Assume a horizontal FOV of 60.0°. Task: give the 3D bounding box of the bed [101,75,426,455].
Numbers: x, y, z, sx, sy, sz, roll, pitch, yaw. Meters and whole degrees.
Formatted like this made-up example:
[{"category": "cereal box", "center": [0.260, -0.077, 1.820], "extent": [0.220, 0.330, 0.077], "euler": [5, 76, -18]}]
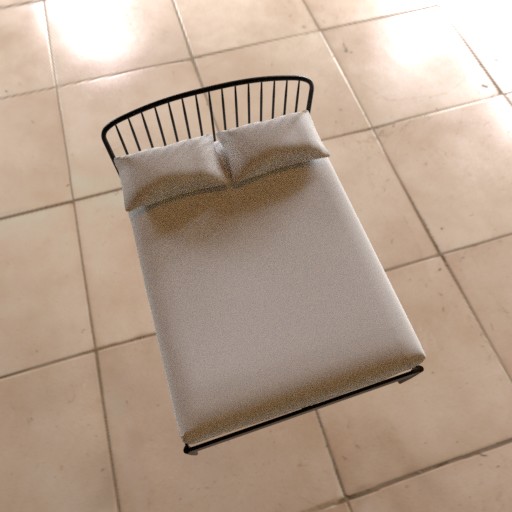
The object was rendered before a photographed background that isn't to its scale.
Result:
[{"category": "bed", "center": [0.000, 0.000, 3.125], "extent": [1.618, 1.166, 2.159], "euler": [-16, 65, -8]}]
